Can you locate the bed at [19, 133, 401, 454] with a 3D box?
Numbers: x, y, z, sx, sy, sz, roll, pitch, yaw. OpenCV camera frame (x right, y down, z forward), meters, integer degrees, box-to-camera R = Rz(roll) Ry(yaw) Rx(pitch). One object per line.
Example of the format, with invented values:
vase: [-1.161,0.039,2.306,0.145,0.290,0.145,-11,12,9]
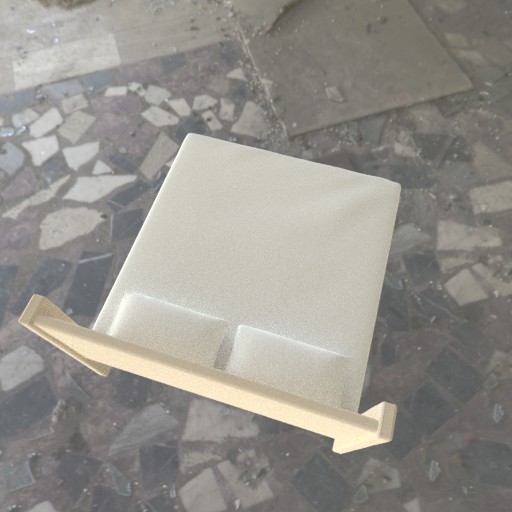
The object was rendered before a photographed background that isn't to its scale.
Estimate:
bed: [0.000,0.000,3.518,2.145,1.471,2.293,15,65,8]
